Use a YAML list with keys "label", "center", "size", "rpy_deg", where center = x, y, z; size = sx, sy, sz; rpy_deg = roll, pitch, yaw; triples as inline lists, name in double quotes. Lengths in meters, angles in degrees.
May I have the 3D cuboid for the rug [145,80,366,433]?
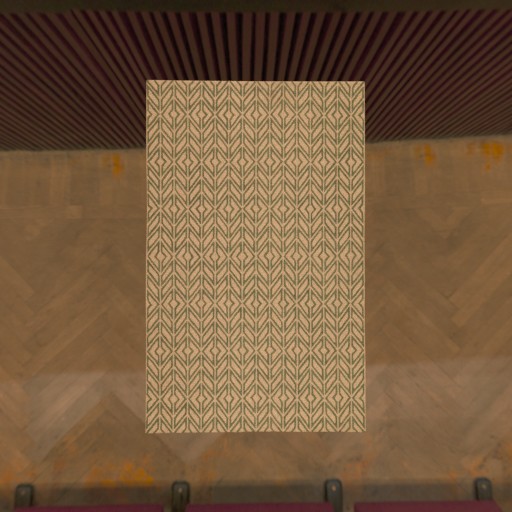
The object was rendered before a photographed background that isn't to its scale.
- label: "rug"
  center: [0.000, 0.000, 3.067]
  size: [1.517, 0.011, 2.435]
  rpy_deg: [0, 89, -1]
